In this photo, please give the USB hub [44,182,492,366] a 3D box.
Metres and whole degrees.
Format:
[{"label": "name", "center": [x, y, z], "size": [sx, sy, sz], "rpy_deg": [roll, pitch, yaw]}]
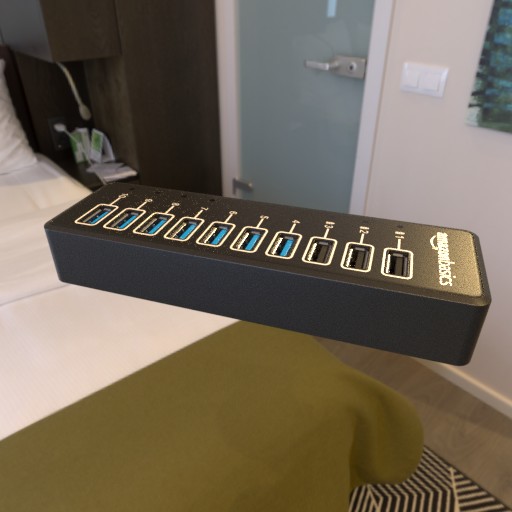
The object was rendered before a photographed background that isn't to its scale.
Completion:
[{"label": "USB hub", "center": [0.000, 0.000, 0.158], "size": [0.145, 0.023, 0.044], "rpy_deg": [10, 33, 15]}]
